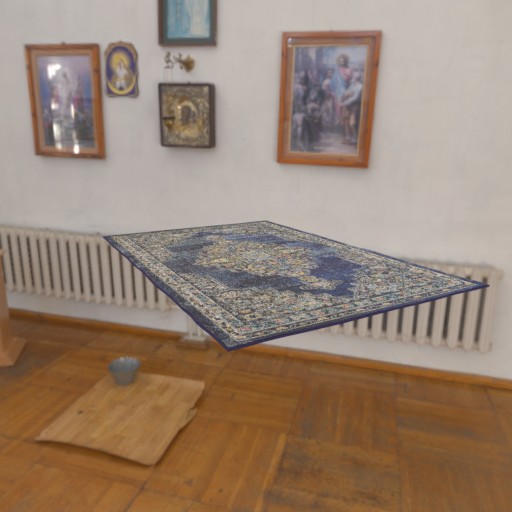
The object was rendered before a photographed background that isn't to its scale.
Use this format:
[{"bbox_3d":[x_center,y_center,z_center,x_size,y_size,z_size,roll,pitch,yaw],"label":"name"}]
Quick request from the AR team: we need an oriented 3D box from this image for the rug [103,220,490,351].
[{"bbox_3d":[0.000,0.000,2.266,1.184,0.012,1.781,-8,16,-28],"label":"rug"}]
